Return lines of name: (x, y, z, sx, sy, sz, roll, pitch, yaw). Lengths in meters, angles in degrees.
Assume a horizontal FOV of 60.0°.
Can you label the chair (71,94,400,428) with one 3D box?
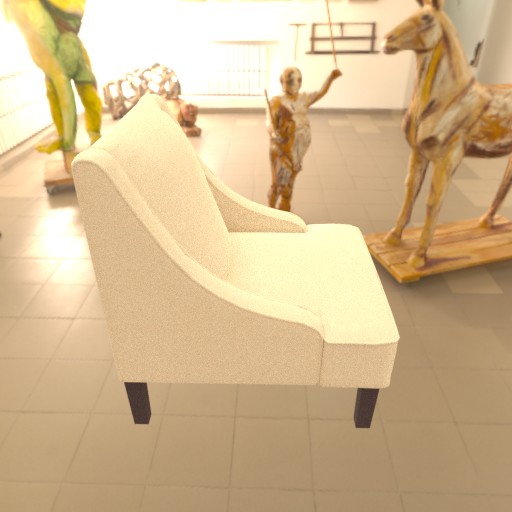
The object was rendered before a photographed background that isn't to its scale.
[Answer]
chair: (0.000, 0.000, 1.451, 0.806, 0.886, 0.689, 1, 32, 1)
